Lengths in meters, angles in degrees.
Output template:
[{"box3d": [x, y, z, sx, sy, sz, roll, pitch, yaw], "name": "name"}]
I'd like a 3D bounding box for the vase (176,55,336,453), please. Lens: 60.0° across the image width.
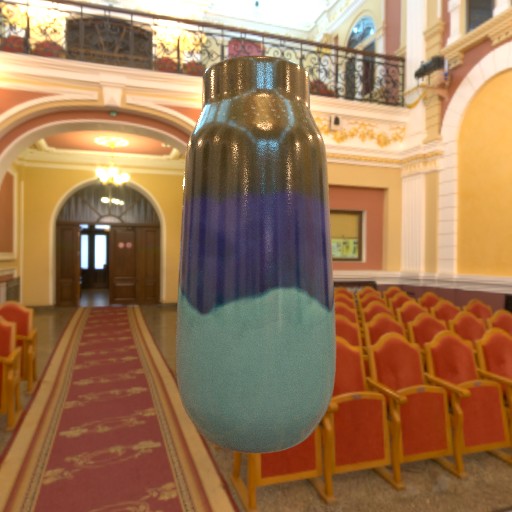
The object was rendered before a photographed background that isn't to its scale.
[{"box3d": [0.000, 0.000, 0.389, 0.139, 0.313, 0.139, 0, 0, 0], "name": "vase"}]
